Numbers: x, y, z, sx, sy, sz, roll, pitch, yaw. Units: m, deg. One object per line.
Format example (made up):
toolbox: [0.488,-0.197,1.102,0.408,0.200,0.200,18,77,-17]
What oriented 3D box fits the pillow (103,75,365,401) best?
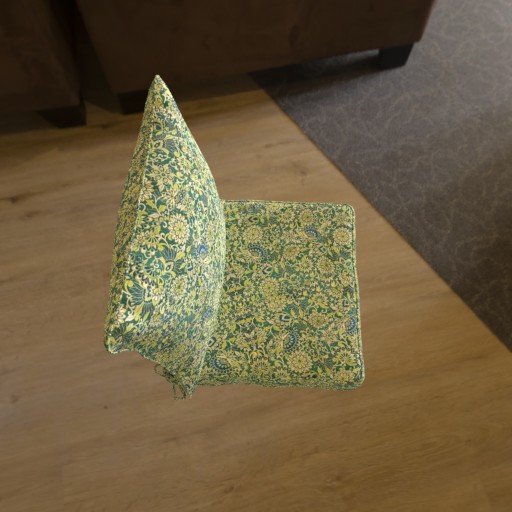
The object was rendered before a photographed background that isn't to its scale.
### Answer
pillow: [0.000,0.000,1.369,0.740,0.722,0.798,2,65,1]
